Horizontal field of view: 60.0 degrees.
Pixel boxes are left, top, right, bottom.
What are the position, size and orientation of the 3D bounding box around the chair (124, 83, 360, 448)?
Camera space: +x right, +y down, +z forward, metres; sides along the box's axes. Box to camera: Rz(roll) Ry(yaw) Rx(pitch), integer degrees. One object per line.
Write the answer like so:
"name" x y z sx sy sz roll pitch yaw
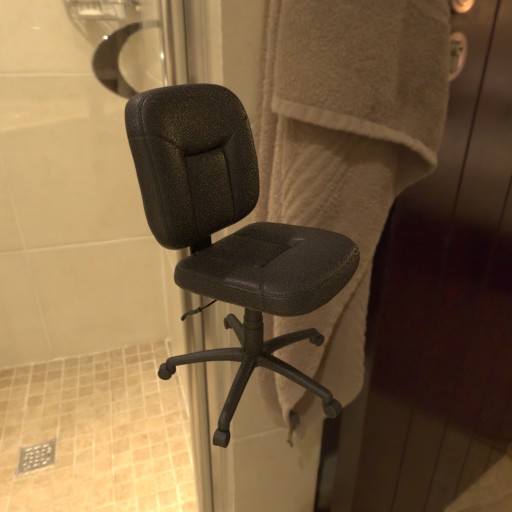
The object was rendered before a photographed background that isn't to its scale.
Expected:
"chair" 0.000 0.000 1.363 0.646 0.959 0.647 17 31 31
